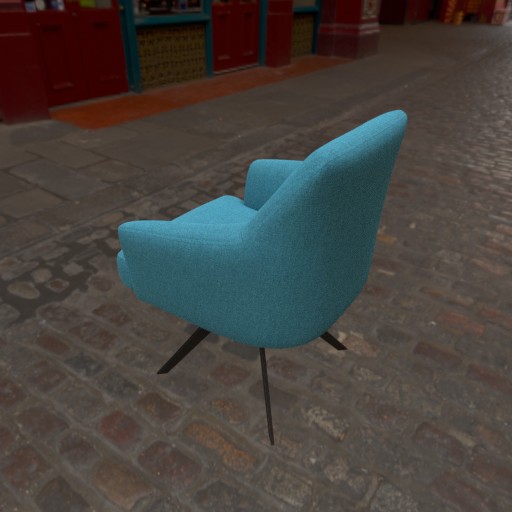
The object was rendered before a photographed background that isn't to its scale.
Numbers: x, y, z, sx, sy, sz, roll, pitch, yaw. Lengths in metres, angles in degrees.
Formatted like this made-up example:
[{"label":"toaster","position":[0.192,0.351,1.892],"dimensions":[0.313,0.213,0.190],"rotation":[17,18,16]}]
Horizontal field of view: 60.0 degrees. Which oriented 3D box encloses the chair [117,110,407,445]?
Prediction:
[{"label":"chair","position":[0.000,0.000,1.339],"dimensions":[0.677,0.874,0.642],"rotation":[21,37,30]}]
